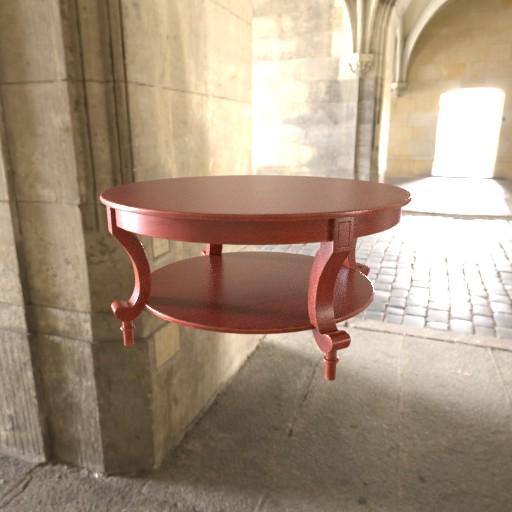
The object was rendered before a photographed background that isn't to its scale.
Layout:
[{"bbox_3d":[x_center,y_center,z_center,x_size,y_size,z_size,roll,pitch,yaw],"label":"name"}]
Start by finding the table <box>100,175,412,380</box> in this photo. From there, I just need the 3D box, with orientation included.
[{"bbox_3d":[0.000,0.000,1.599,1.029,0.486,1.029,0,15,0],"label":"table"}]
